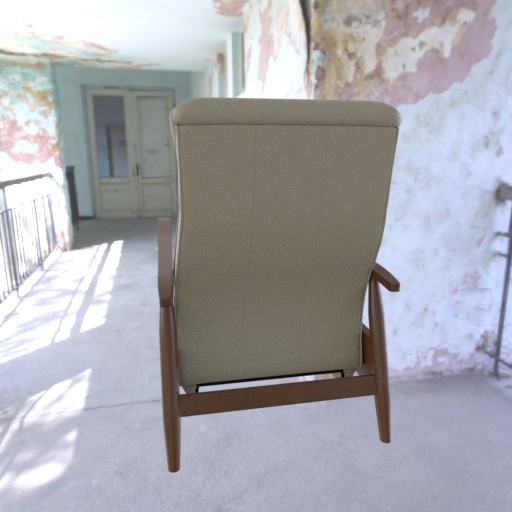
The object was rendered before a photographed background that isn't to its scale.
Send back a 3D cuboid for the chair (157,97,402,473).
[{"bbox_3d":[0.000,0.000,1.746,0.762,1.082,1.014,-3,14,-11],"label":"chair"}]
